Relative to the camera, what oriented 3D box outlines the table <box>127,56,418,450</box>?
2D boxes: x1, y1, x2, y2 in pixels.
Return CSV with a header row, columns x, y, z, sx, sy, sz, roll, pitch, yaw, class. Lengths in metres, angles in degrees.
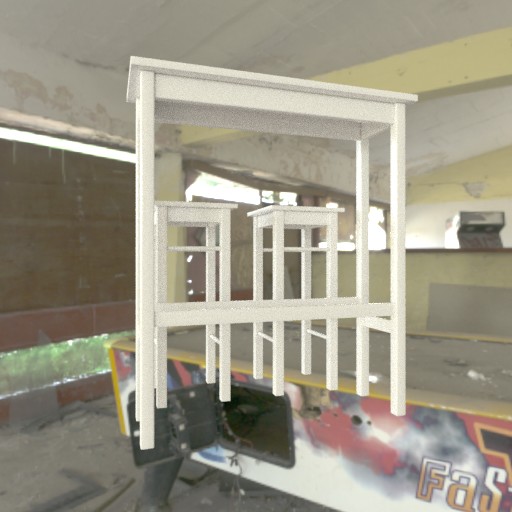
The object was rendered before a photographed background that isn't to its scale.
x,y,z,sx,sy,sz,roll,pitch,yaw,class
0.000,0.000,1.630,0.915,1.065,0.650,0,0,-18,table
